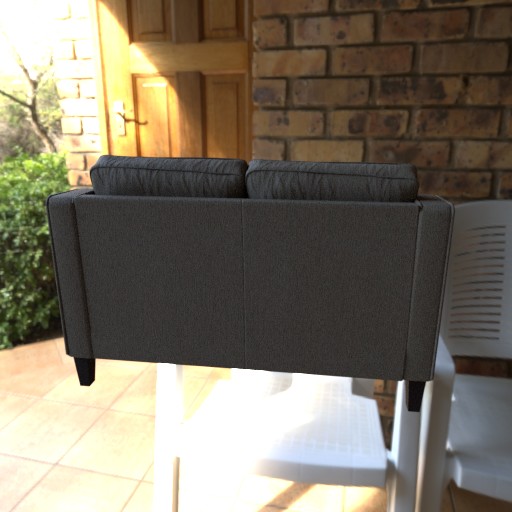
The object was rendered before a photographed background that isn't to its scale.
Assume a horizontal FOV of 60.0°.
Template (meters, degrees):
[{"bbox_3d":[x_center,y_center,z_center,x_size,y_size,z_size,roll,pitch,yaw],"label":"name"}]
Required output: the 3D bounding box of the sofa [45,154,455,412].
[{"bbox_3d":[0.000,0.000,2.152,1.503,0.981,0.985,2,16,7],"label":"sofa"}]
